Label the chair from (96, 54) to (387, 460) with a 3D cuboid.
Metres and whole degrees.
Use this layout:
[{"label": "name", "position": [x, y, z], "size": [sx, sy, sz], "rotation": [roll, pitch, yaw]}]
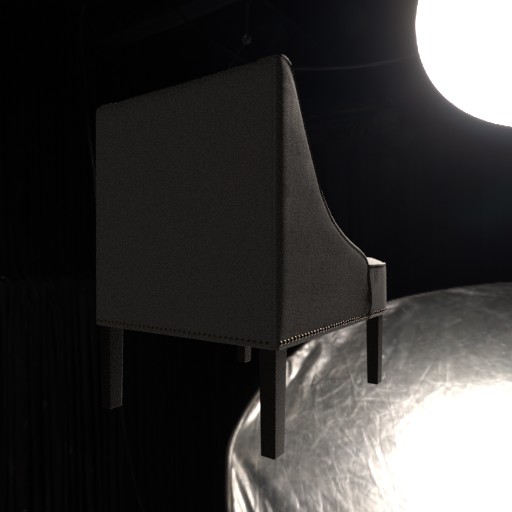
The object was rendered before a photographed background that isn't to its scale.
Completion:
[{"label": "chair", "position": [0.000, 0.000, 1.400], "size": [0.631, 0.867, 0.747], "rotation": [0, 0, 34]}]
